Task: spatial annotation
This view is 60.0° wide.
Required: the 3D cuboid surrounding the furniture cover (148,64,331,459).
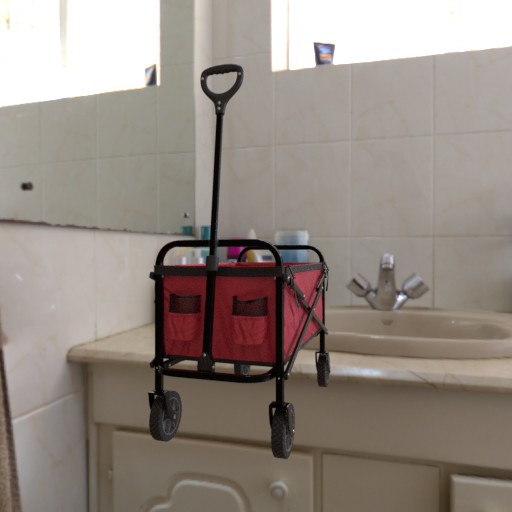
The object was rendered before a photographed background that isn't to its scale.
[{"bbox_3d":[0.000,0.000,1.854,0.532,1.295,1.038,0,0,18],"label":"furniture cover"}]
